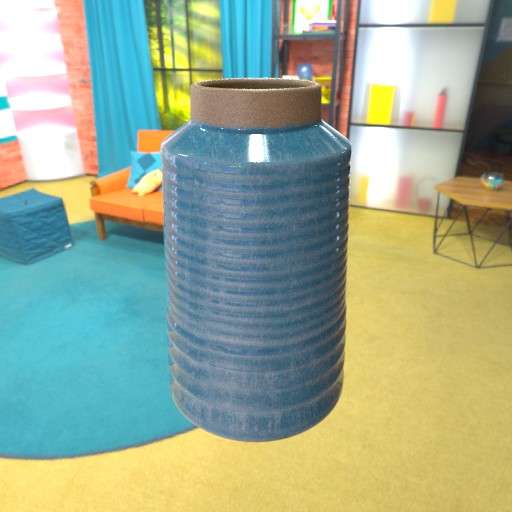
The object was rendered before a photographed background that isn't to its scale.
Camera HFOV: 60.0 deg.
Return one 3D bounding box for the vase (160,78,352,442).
[{"bbox_3d":[0.000,0.000,0.366,0.163,0.267,0.163,0,26,0],"label":"vase"}]
